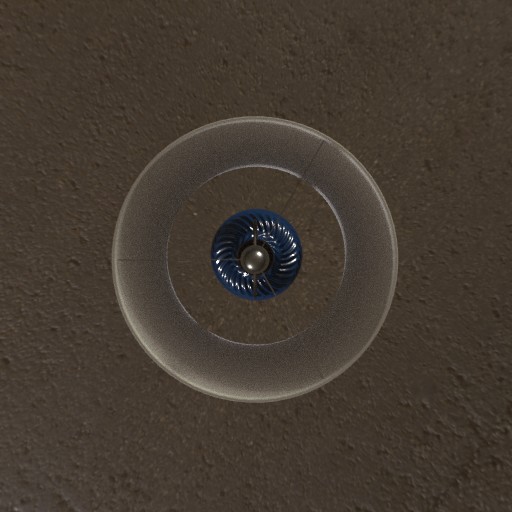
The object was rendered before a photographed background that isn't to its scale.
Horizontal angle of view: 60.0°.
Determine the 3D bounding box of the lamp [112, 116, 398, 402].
[{"bbox_3d":[0.000,0.000,0.492,0.203,0.368,0.203,0,91,0],"label":"lamp"}]
